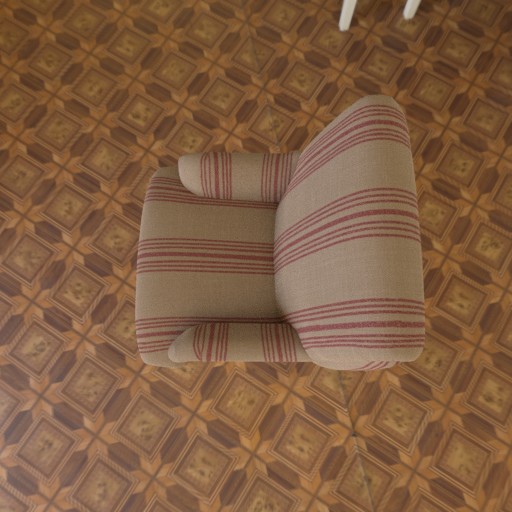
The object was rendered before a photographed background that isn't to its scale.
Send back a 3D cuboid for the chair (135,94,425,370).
[{"bbox_3d":[0.000,0.000,1.881,1.058,1.123,0.933,0,76,0],"label":"chair"}]
